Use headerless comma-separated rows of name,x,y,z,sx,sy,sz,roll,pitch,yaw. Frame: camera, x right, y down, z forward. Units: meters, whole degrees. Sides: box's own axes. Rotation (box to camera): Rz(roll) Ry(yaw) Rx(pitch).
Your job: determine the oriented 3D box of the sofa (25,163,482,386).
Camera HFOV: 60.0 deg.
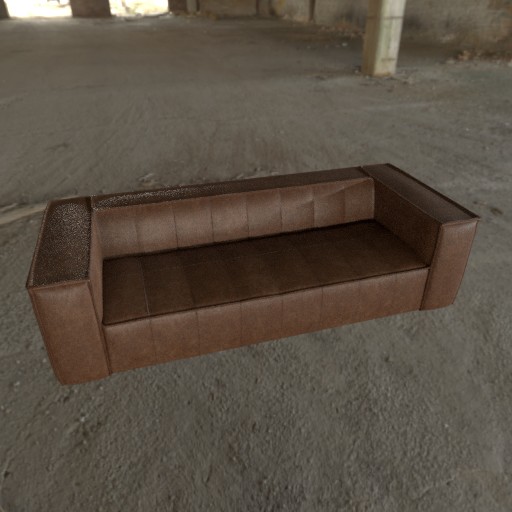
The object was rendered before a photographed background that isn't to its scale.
sofa,0.000,0.000,2.950,2.581,0.701,1.102,-9,32,-14
